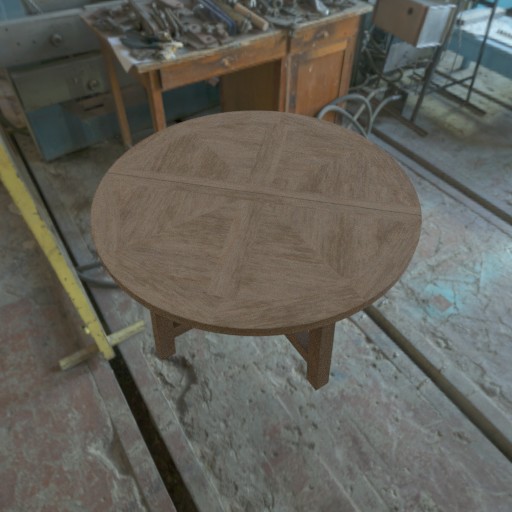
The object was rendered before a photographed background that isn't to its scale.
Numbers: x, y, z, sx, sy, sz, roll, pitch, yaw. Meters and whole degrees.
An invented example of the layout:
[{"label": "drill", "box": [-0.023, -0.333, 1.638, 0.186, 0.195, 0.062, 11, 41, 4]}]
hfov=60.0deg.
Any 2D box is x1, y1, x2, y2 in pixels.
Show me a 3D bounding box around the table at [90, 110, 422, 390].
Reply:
[{"label": "table", "box": [0.000, 0.000, 2.096, 1.319, 0.762, 1.319, 0, 47, 0]}]
